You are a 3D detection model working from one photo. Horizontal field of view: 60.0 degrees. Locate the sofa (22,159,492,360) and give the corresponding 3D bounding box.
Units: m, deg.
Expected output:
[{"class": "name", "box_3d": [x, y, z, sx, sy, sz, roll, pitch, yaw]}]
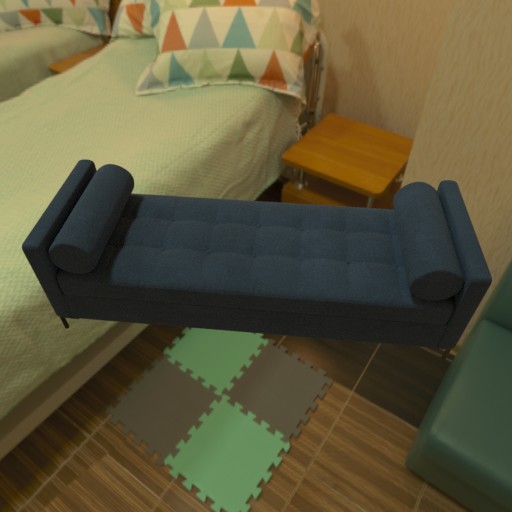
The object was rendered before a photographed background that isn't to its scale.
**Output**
[{"class": "sofa", "box_3d": [0.000, 0.000, 2.288, 1.981, 0.635, 0.686, 4, 46, 4]}]
